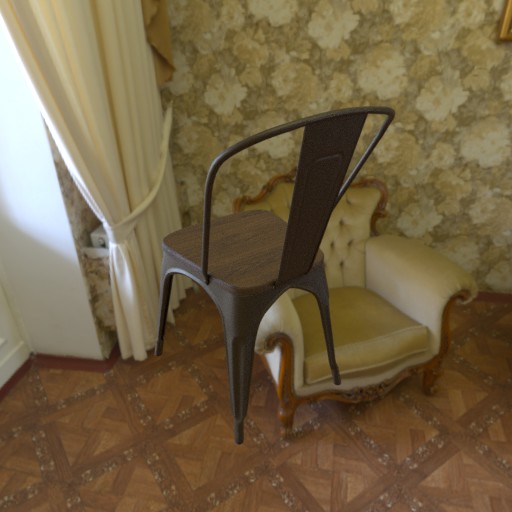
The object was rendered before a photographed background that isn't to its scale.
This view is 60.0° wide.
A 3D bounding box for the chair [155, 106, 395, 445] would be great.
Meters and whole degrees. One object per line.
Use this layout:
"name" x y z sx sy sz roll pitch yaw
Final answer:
"chair" 0.000 0.000 1.174 0.451 0.844 0.532 -20 35 -30
